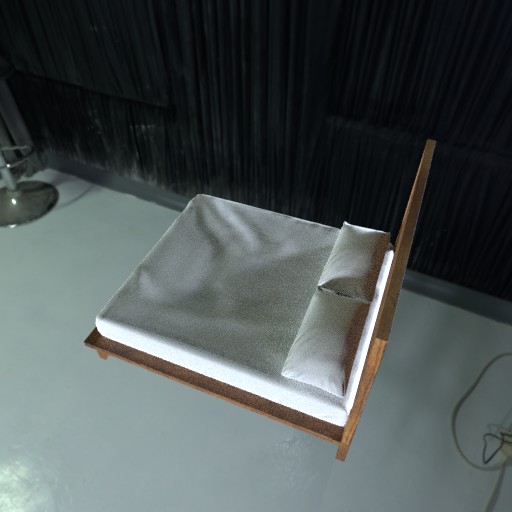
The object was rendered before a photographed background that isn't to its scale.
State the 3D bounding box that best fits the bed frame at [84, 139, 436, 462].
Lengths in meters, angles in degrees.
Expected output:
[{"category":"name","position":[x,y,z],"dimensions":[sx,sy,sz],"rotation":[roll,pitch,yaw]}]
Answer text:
[{"category":"bed frame","position":[0.000,0.000,3.674],"dimensions":[2.235,1.537,2.038],"rotation":[16,47,16]}]
